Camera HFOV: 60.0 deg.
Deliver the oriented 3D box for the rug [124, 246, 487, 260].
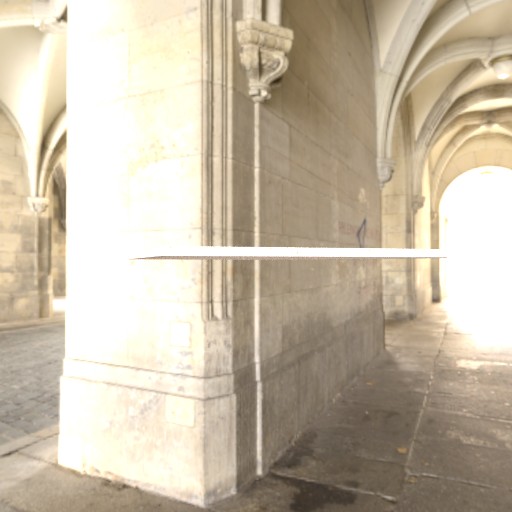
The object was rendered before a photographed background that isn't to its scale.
[{"bbox_3d":[0.000,0.000,2.289,1.219,0.030,1.778,0,-1,-20],"label":"rug"}]
